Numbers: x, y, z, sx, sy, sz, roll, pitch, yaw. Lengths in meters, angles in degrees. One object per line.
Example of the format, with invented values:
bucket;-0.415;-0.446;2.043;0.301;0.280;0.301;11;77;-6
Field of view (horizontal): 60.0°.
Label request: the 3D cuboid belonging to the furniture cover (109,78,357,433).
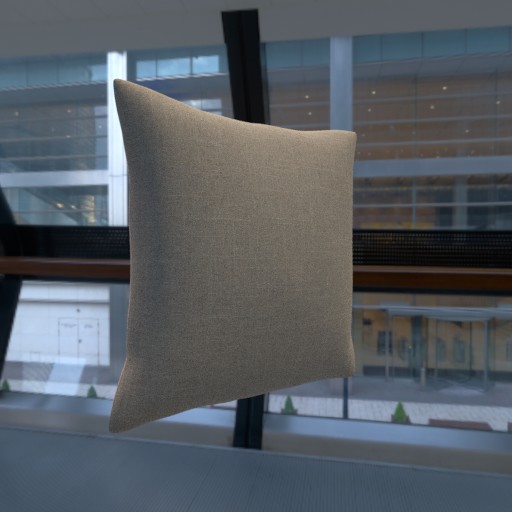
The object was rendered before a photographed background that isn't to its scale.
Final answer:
furniture cover;0.000;0.000;0.776;0.512;0.506;0.178;-1;1;-36
